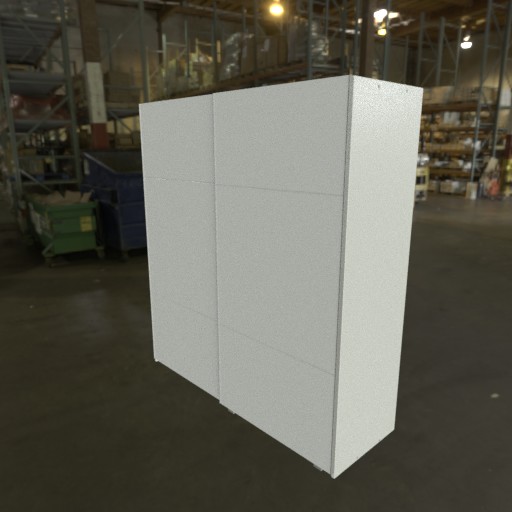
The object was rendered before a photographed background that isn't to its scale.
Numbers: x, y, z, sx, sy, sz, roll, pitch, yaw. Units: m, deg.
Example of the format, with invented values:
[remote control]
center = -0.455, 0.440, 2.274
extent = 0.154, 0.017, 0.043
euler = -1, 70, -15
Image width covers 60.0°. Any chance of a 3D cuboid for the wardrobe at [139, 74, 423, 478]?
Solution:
[wardrobe]
center = 0.000, 0.000, 2.876
extent = 0.629, 1.960, 1.780
euler = -13, 19, -42
